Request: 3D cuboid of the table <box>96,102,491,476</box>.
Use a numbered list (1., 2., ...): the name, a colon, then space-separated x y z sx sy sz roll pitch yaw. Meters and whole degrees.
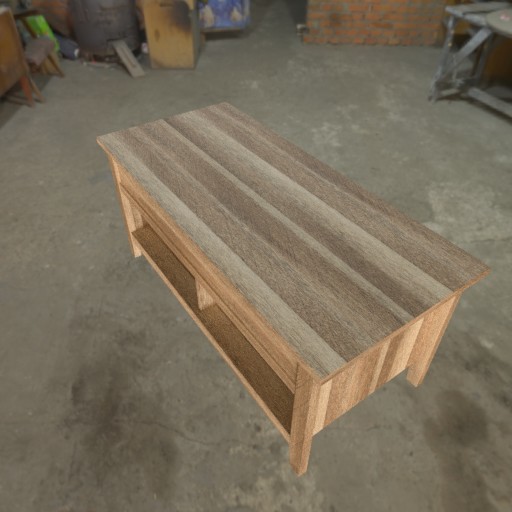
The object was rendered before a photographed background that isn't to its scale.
1. table: 0.000 0.000 1.359 0.493 0.480 1.095 -25 47 -25
